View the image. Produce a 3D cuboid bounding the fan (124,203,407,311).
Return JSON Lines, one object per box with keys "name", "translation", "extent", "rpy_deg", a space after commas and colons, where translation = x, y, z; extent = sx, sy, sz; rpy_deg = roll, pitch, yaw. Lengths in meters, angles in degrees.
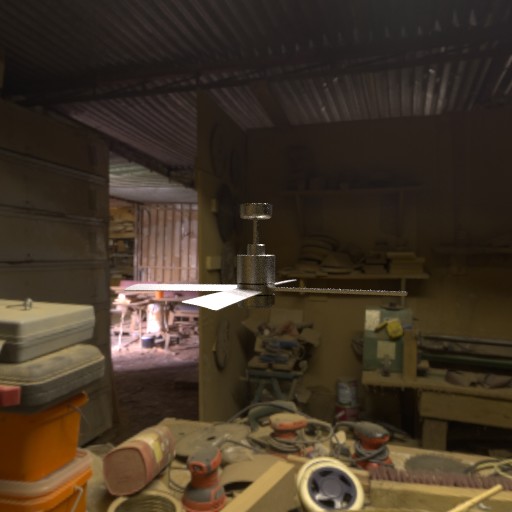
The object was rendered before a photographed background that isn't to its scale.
{"name": "fan", "translation": [0.000, 0.000, 2.357], "extent": [1.525, 0.539, 1.525], "rpy_deg": [0, 0, 17]}
